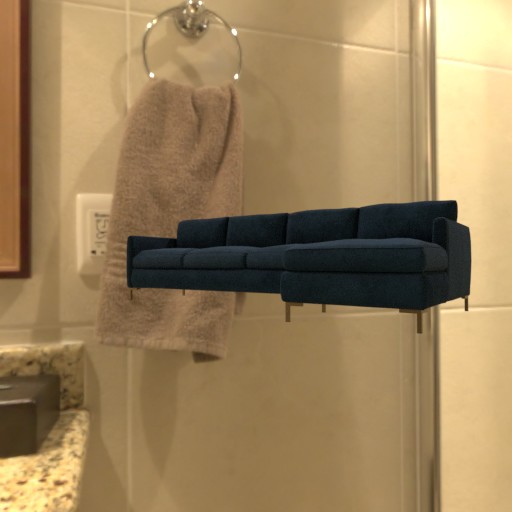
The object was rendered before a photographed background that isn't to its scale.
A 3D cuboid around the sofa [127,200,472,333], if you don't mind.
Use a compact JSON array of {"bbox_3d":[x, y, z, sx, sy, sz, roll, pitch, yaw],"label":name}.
[{"bbox_3d":[0.000,0.000,3.497,2.932,0.810,1.350,-1,-1,35],"label":"sofa"}]
